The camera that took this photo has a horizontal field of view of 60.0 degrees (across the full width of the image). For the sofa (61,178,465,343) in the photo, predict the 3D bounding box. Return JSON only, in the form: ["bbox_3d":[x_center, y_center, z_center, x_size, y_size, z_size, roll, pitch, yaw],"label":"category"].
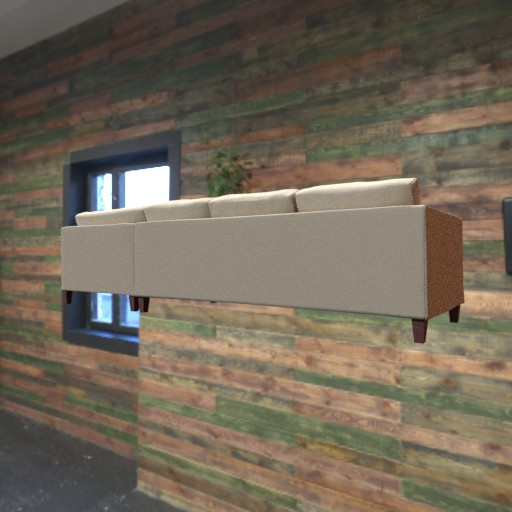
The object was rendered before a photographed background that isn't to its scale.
[{"bbox_3d":[0.000,0.000,3.723,3.186,0.861,1.625,0,0,35],"label":"sofa"}]
